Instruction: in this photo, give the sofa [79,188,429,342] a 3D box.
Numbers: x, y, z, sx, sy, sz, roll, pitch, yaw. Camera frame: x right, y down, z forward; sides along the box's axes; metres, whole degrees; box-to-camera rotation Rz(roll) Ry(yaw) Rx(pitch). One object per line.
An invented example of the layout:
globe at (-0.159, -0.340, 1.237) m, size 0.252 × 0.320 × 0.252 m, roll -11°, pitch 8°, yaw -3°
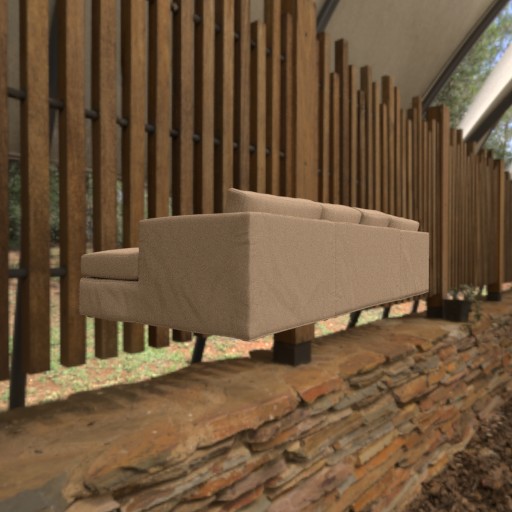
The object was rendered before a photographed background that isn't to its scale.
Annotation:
sofa at (0.000, 0.000, 4.431) m, size 2.427 × 0.882 × 3.460 m, roll 1°, pitch 1°, yaw 36°
